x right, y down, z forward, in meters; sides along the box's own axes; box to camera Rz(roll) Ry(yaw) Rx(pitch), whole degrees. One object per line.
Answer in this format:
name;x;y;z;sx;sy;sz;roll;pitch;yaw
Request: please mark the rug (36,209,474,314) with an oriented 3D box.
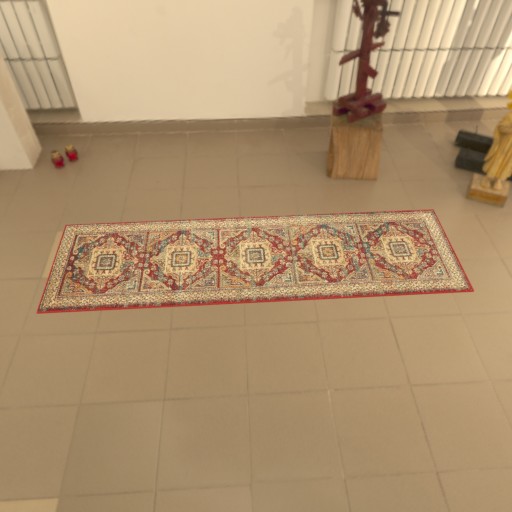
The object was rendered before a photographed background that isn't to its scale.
rug;0.000;0.000;2.537;2.292;0.015;0.659;-3;48;-2
